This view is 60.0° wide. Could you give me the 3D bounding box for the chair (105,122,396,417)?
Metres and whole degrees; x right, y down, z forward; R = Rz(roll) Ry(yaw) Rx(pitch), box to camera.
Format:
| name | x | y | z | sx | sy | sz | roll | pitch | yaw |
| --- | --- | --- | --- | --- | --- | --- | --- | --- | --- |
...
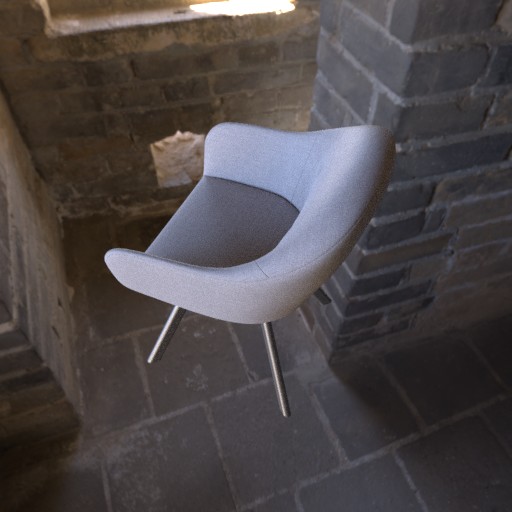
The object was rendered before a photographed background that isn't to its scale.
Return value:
| name | x | y | z | sx | sy | sz | roll | pitch | yaw |
| --- | --- | --- | --- | --- | --- | --- | --- | --- | --- |
| chair | 0.000 | 0.000 | 1.196 | 0.570 | 0.780 | 0.540 | 17 | 51 | 15 |
